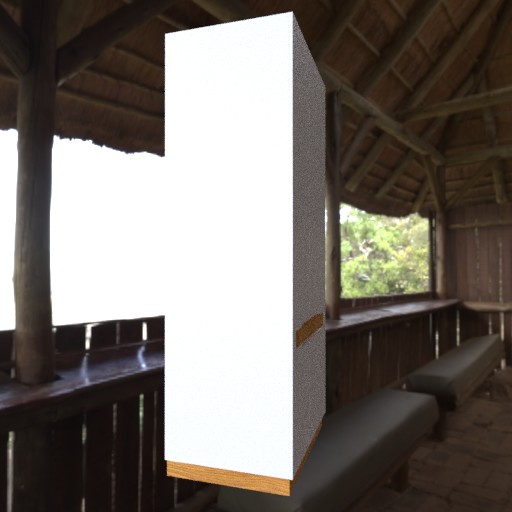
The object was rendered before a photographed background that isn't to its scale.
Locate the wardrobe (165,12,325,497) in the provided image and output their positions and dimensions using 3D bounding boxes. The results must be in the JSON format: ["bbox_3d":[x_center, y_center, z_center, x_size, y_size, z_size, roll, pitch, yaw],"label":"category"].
[{"bbox_3d":[0.000,0.000,2.352,0.600,2.040,0.860,0,0,18],"label":"wardrobe"}]
